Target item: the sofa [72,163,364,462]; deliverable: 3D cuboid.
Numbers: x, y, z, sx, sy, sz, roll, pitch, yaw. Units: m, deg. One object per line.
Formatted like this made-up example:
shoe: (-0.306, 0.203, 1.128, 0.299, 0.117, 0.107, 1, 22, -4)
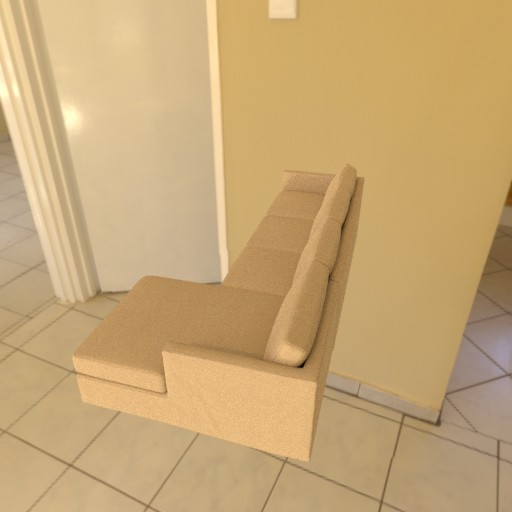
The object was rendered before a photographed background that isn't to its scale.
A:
sofa: (0.000, 0.000, 3.983, 1.622, 0.867, 3.177, 9, 32, 14)
